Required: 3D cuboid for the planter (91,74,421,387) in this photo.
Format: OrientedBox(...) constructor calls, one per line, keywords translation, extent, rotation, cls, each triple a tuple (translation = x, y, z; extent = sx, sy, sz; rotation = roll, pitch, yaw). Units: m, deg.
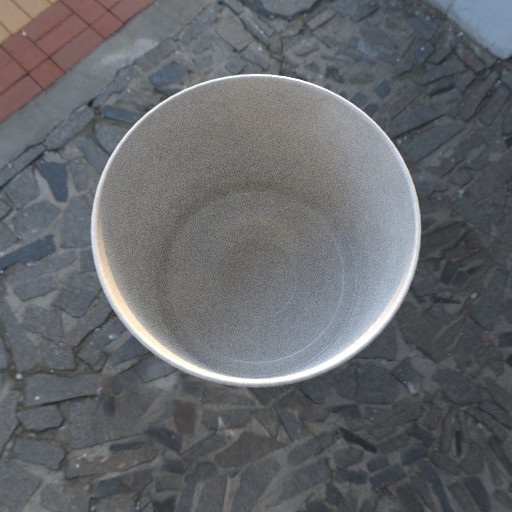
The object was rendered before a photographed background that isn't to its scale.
OrientedBox(translation=(0.000, 0.000, 0.342), extent=(0.190, 0.181, 0.190), rotation=(0, 75, 0), cls="planter")
